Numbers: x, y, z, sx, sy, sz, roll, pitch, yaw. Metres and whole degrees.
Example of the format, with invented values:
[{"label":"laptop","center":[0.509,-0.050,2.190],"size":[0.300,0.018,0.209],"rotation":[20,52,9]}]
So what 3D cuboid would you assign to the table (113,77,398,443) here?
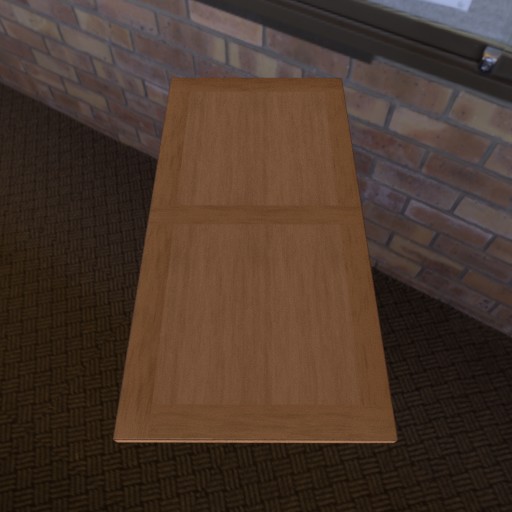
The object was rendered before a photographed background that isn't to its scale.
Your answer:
[{"label":"table","center":[0.000,0.000,2.392],"size":[1.000,0.762,1.982],"rotation":[0,58,0]}]
